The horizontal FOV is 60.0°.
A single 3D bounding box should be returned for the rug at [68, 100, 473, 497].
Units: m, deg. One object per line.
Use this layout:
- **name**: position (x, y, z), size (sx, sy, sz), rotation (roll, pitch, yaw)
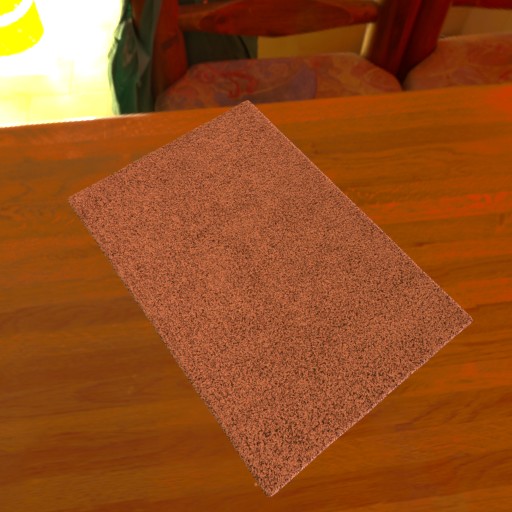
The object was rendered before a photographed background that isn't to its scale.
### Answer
- **rug**: position (0.000, 0.000, 2.237), size (1.219, 0.030, 1.778), rotation (-34, 68, -16)
